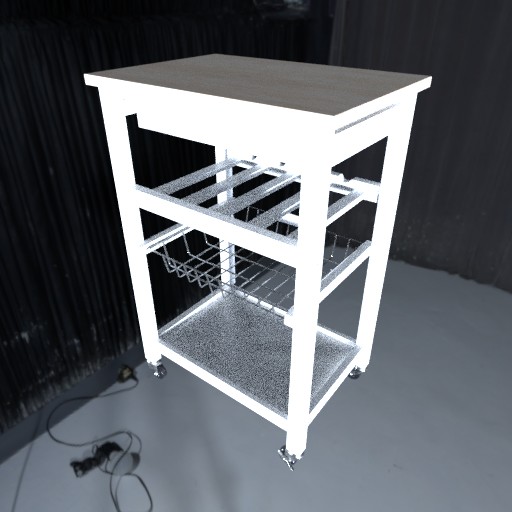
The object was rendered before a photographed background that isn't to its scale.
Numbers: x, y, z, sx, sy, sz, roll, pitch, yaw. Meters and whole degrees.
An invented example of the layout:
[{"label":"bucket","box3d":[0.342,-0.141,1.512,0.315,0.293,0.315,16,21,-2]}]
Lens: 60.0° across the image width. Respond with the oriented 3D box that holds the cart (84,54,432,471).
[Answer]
[{"label":"cart","box3d":[0.000,0.000,1.120,0.578,0.857,0.406,21,37,31]}]
